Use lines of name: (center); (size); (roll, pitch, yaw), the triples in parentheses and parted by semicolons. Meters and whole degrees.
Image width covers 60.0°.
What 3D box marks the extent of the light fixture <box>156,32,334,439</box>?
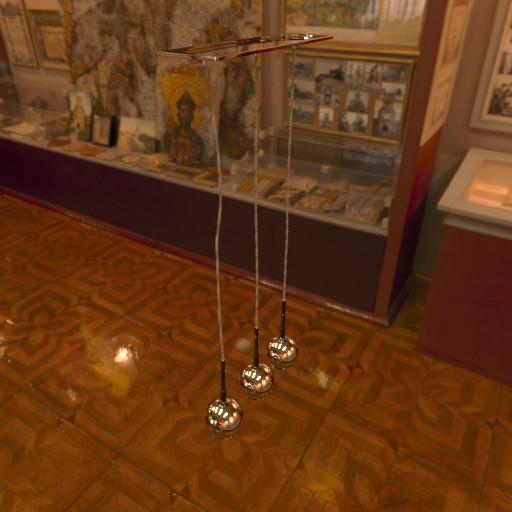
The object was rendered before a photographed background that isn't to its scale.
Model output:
light fixture: (0.000, 0.000, 1.615); (0.188, 1.408, 0.623); (19, 36, 28)
